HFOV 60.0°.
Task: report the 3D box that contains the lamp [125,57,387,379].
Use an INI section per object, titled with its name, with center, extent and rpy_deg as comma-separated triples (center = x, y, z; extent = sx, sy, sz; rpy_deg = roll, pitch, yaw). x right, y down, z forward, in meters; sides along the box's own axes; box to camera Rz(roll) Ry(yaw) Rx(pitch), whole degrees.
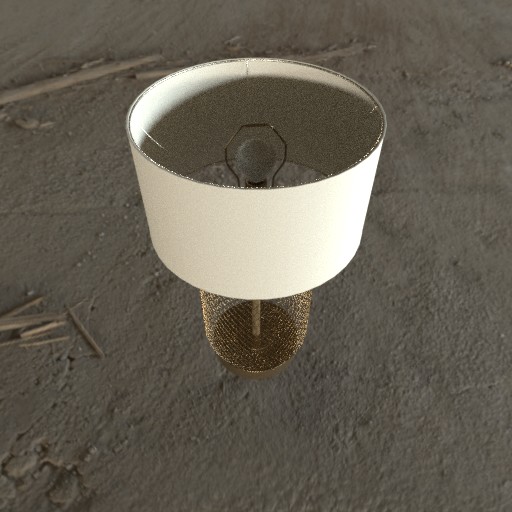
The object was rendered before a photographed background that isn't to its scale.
[lamp]
center = 0.000, 0.000, 0.818
extent = 0.353, 0.578, 0.353
rpy_deg = 0, 46, 0
